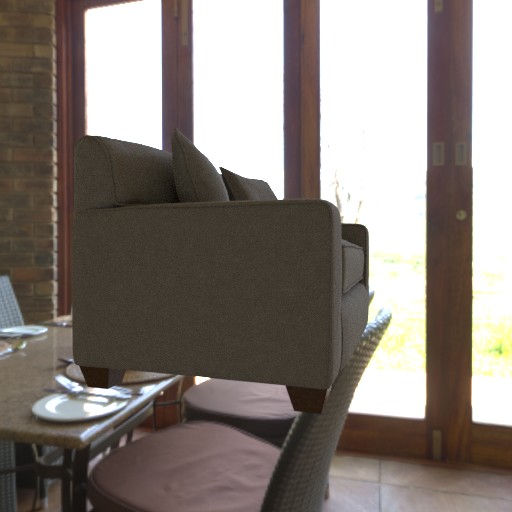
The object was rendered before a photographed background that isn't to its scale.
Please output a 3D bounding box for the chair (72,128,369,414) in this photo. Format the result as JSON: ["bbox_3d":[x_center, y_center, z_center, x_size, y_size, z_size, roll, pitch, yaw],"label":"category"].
[{"bbox_3d":[0.000,0.000,2.093,0.992,0.953,1.395,0,0,19],"label":"chair"}]
